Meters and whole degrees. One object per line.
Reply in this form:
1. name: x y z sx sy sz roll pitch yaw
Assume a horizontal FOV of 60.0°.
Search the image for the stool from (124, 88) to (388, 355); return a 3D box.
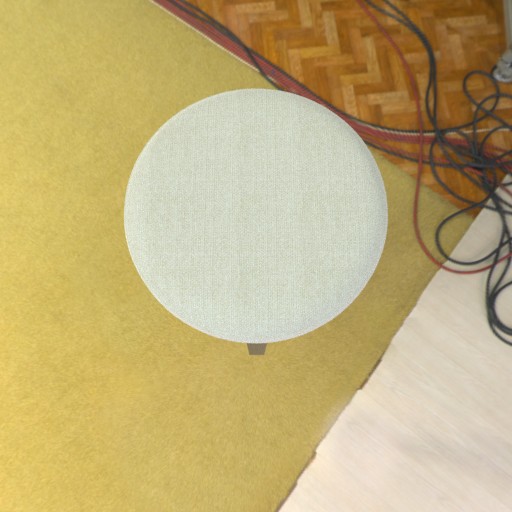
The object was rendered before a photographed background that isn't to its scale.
1. stool: 0.000 0.000 1.045 0.446 0.758 0.446 0 77 0
